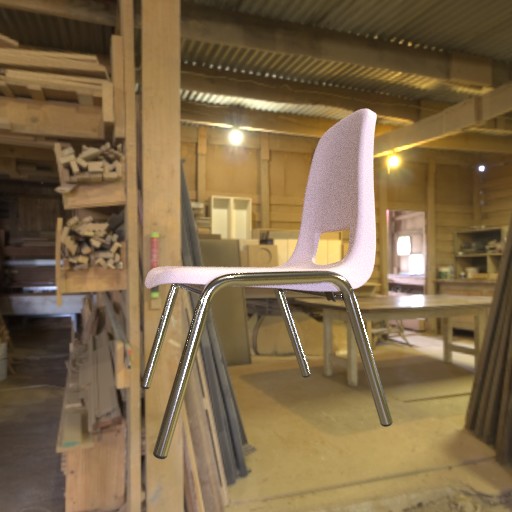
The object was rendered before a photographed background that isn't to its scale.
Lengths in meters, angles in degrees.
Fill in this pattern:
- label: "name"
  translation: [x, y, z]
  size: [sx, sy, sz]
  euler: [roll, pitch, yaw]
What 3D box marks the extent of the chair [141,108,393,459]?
- label: "chair"
  translation: [0.000, 0.000, 0.799]
  size: [0.385, 0.537, 0.354]
  euler: [0, -1, -17]
